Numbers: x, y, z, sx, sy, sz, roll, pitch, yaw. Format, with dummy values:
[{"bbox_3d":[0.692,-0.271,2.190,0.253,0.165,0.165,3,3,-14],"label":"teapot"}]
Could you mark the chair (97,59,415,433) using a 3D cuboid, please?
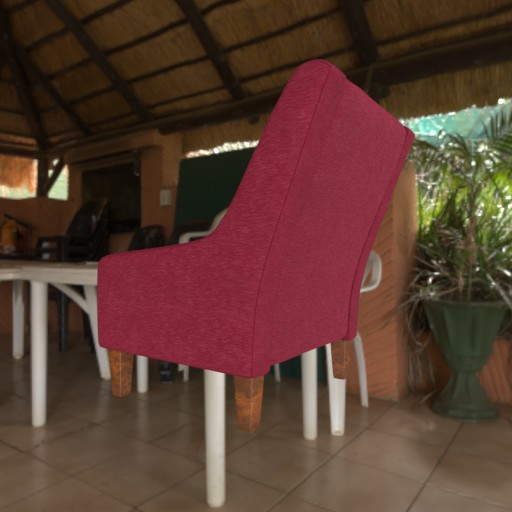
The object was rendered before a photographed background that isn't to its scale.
[{"bbox_3d":[0.000,0.000,1.686,0.985,1.017,0.793,0,0,34],"label":"chair"}]
